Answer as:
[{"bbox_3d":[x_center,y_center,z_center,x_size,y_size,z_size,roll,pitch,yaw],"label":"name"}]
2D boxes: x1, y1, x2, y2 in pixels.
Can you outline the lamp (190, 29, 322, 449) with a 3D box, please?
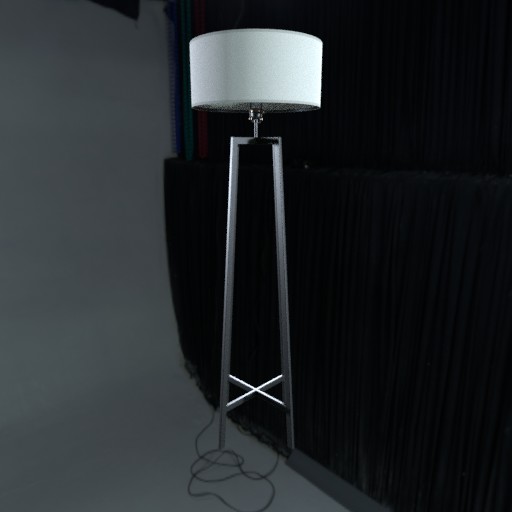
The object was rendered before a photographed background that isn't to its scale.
[{"bbox_3d":[0.000,0.000,1.726,0.456,1.510,0.457,13,19,43],"label":"lamp"}]
